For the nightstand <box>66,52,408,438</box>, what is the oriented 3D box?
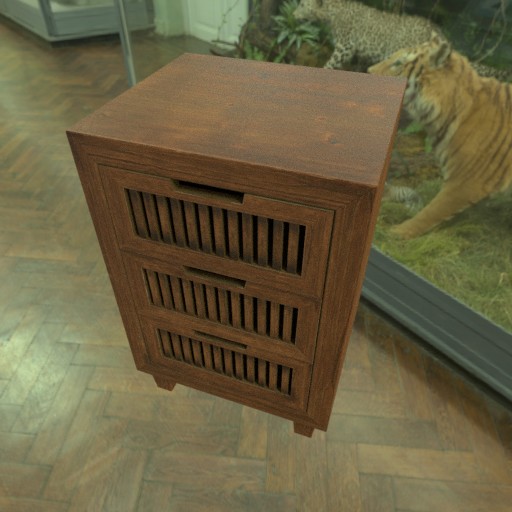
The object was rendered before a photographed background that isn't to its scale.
[{"bbox_3d":[0.000,0.000,0.978,0.465,0.695,0.410,13,43,15],"label":"nightstand"}]
